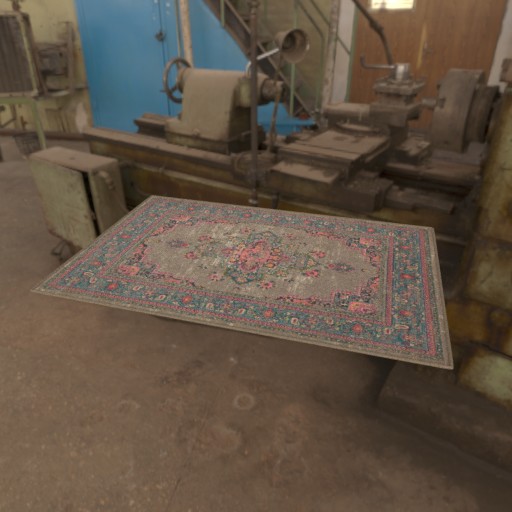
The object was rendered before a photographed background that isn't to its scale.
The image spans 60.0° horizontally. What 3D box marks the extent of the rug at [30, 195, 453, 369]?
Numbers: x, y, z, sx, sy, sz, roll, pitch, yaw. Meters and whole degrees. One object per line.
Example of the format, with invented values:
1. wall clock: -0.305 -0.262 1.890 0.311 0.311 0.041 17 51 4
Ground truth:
1. rug: 0.000 0.000 2.215 1.748 0.014 1.144 8 31 14
